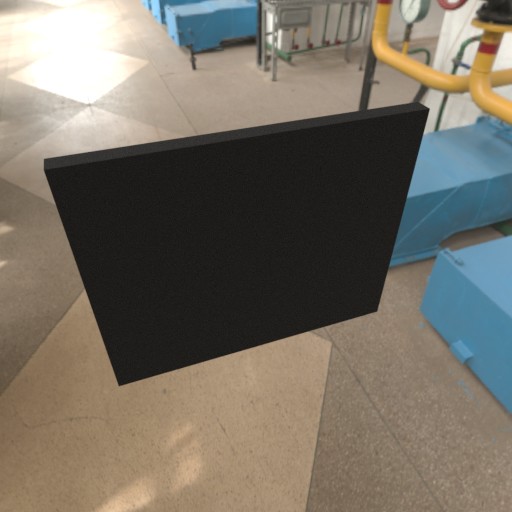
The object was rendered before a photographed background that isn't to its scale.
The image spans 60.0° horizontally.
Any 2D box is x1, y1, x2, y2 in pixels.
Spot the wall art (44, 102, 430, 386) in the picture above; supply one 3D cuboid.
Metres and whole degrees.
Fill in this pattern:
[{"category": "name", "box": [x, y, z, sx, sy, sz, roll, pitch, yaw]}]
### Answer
[{"category": "wall art", "box": [0.000, 0.000, 0.768, 0.558, 0.457, 0.031, -13, 42, -15]}]
